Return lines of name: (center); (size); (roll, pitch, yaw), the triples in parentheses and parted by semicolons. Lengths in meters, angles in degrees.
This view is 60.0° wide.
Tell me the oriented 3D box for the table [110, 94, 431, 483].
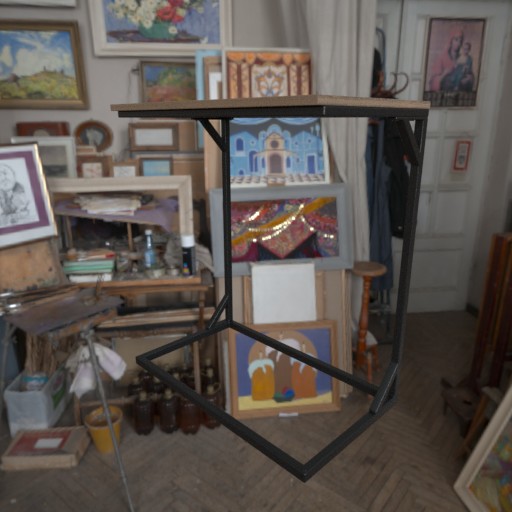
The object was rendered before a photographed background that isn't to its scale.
table: (0.000, 0.000, 1.032); (0.351, 0.673, 0.597); (-16, 23, -42)
